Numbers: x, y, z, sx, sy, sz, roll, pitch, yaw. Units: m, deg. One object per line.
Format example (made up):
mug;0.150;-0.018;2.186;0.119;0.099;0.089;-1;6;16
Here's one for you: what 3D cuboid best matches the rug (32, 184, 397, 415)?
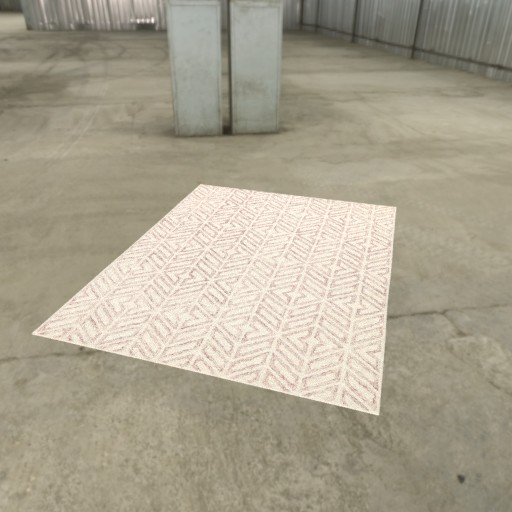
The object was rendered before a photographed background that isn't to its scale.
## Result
rug;0.000;0.000;4.113;2.421;0.008;3.045;9;32;15
